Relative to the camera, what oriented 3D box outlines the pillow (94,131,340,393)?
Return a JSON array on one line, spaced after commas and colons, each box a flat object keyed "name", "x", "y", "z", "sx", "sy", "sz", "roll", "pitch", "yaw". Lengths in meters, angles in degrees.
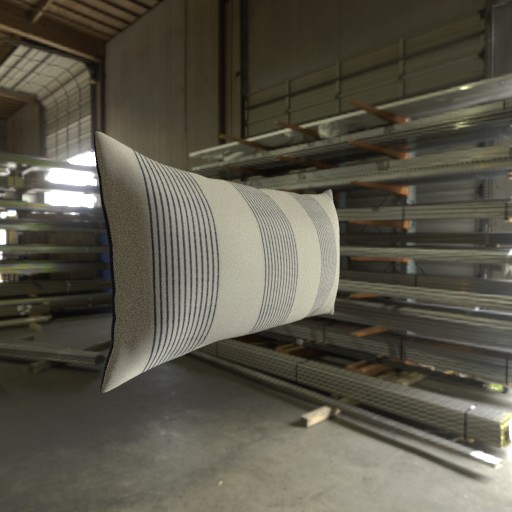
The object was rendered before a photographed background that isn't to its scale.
[{"name": "pillow", "x": 0.000, "y": 0.000, "z": 0.735, "sx": 0.151, "sy": 0.287, "sz": 0.610, "roll": 1, "pitch": 2, "yaw": 34}]
